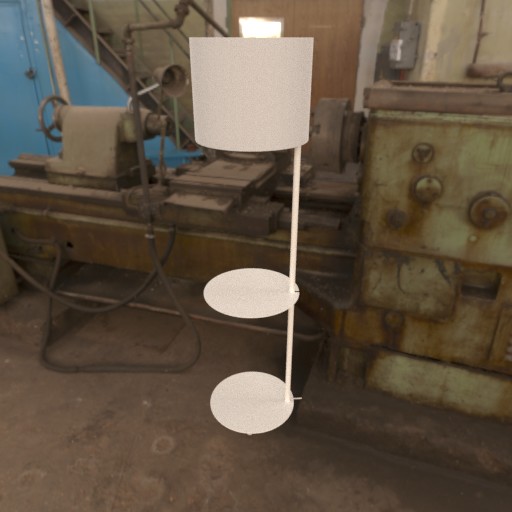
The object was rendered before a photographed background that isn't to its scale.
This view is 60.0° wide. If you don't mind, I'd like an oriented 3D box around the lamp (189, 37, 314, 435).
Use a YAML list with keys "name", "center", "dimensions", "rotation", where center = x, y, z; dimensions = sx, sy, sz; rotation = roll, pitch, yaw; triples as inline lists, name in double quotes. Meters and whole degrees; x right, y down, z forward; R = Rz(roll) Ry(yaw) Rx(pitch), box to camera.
- name: "lamp"
  center: [0.000, 0.000, 1.657]
  dimensions: [0.405, 1.465, 0.372]
  rotation: [1, 26, 1]
